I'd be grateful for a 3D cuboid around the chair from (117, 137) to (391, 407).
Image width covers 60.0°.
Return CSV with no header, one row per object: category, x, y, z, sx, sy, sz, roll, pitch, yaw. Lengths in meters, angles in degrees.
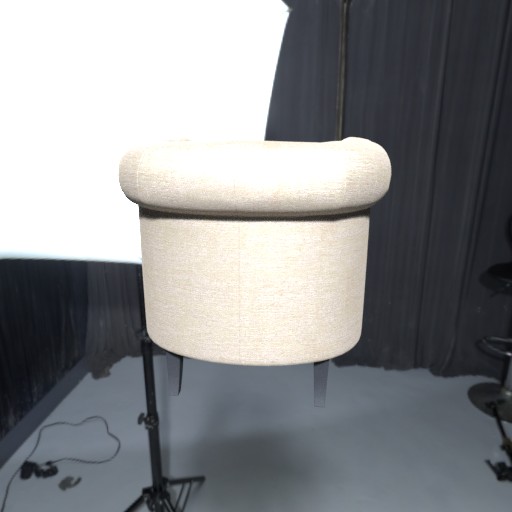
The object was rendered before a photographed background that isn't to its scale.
chair,0.000,0.000,1.601,0.905,0.827,0.852,2,16,7
